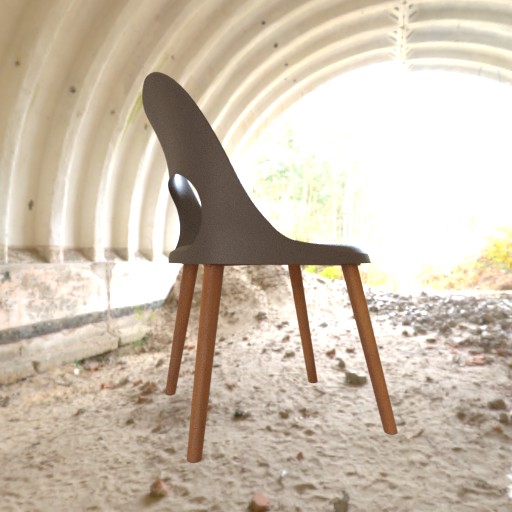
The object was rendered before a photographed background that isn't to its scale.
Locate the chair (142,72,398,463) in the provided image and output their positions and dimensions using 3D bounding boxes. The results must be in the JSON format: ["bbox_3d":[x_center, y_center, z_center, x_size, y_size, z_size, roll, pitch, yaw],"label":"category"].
[{"bbox_3d":[0.000,0.000,1.120,0.556,0.794,0.470,0,0,-17],"label":"chair"}]
